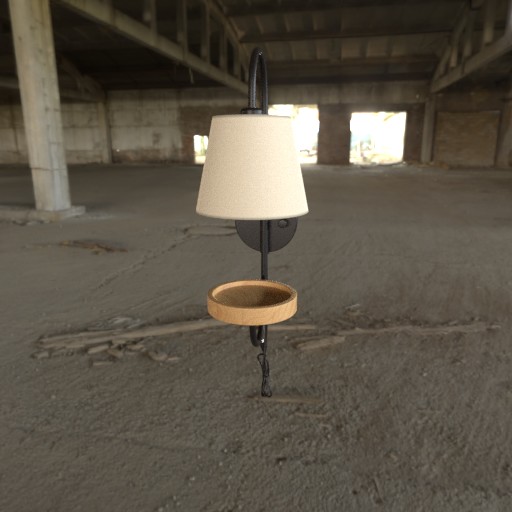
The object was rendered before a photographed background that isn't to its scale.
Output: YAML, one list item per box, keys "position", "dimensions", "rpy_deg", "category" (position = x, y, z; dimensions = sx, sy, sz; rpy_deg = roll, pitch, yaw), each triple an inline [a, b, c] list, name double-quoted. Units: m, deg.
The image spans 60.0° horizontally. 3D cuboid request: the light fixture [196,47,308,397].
- position: [0.000, 0.000, 0.936]
  dimensions: [0.220, 0.821, 0.299]
  rpy_deg: [3, 15, 10]
  category: "light fixture"
